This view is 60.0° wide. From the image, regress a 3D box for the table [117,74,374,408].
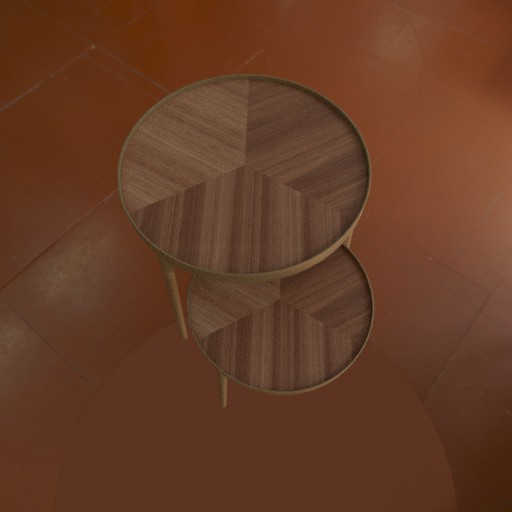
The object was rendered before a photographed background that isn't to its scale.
[{"bbox_3d":[0.000,0.000,1.144,0.532,0.555,0.751,-15,63,-8],"label":"table"}]
